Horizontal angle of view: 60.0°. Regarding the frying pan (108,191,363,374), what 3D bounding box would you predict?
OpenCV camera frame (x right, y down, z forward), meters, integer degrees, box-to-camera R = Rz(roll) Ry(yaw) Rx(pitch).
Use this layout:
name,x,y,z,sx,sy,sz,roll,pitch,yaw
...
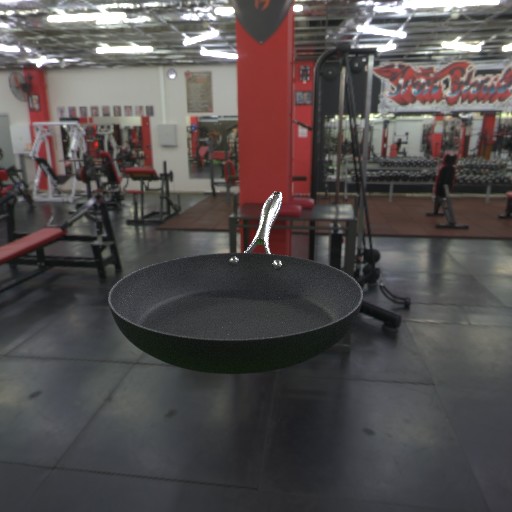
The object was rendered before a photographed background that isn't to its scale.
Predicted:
name,x,y,z,sx,sy,sz,roll,pitch,yaw
frying pan,0.000,0.000,0.563,0.255,0.105,0.472,3,16,10
